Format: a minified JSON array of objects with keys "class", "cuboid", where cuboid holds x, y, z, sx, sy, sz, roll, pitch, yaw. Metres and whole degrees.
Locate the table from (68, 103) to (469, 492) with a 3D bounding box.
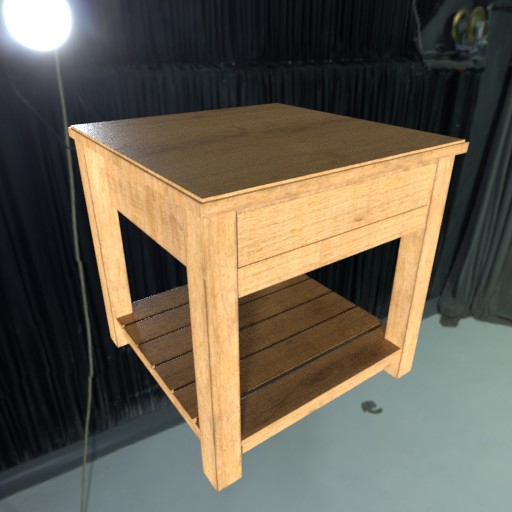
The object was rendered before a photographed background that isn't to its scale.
[{"class":"table","cuboid":[0.000,0.000,1.077,0.612,0.593,0.616,-18,32,-31]}]
